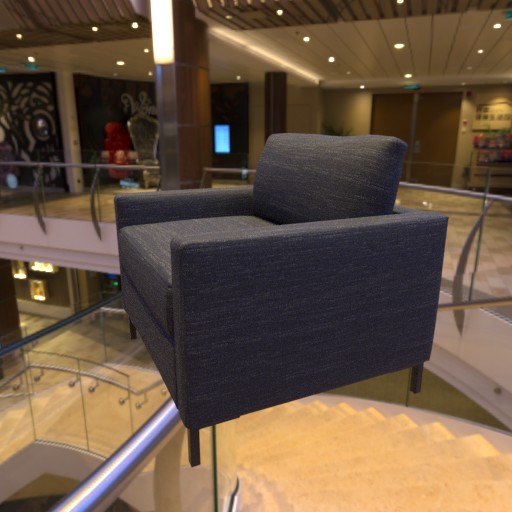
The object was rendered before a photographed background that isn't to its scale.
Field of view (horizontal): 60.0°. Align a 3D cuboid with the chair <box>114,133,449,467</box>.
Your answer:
[{"bbox_3d":[0.000,0.000,1.612,0.866,0.861,0.963,-7,17,-25],"label":"chair"}]
